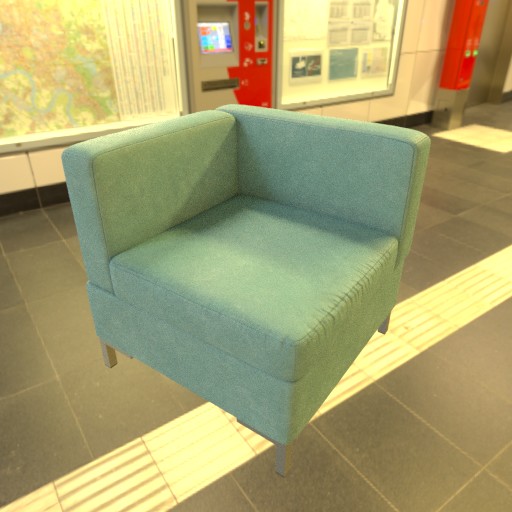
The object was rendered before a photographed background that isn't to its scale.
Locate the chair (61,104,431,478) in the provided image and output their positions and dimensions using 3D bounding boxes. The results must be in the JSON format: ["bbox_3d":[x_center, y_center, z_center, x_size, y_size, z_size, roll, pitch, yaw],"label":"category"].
[{"bbox_3d":[0.000,0.000,1.218,0.680,0.660,0.680,19,35,30],"label":"chair"}]
